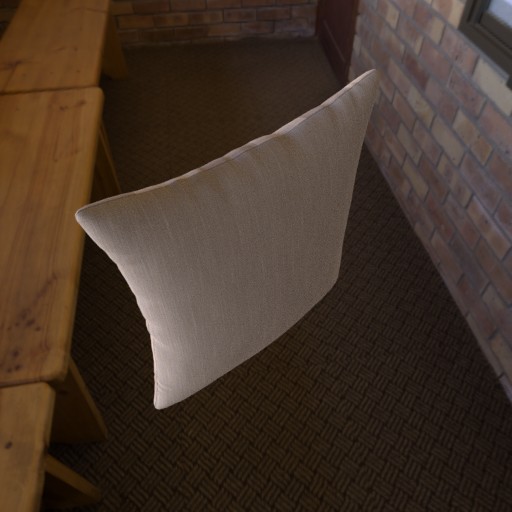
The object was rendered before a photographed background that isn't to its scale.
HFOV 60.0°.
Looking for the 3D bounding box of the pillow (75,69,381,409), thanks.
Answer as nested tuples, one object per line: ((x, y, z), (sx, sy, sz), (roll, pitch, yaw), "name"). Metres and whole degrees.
((0.000, 0.000, 0.771), (0.511, 0.509, 0.161), (-33, 56, -26), "pillow")
